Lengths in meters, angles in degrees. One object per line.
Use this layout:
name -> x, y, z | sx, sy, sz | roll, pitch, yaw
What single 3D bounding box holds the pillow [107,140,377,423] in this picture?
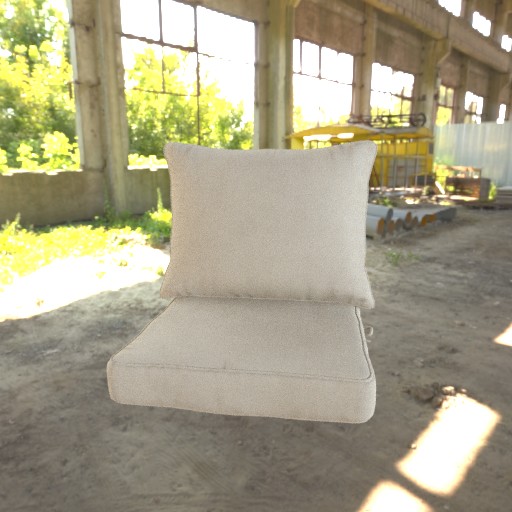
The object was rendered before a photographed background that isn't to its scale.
pillow -> 0.000, 0.000, 1.382 | 0.798, 0.716, 0.733 | 2, 12, 8
